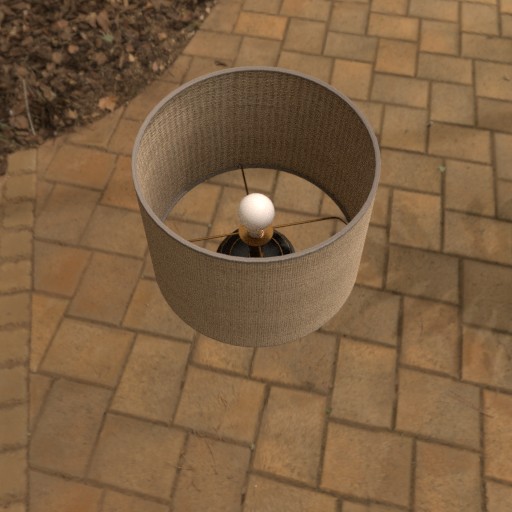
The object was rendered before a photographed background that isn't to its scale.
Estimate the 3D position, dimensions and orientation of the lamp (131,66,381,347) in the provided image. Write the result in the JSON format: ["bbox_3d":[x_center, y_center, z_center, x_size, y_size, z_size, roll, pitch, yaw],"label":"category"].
[{"bbox_3d":[0.000,0.000,0.844,0.376,0.594,0.376,0,63,0],"label":"lamp"}]
